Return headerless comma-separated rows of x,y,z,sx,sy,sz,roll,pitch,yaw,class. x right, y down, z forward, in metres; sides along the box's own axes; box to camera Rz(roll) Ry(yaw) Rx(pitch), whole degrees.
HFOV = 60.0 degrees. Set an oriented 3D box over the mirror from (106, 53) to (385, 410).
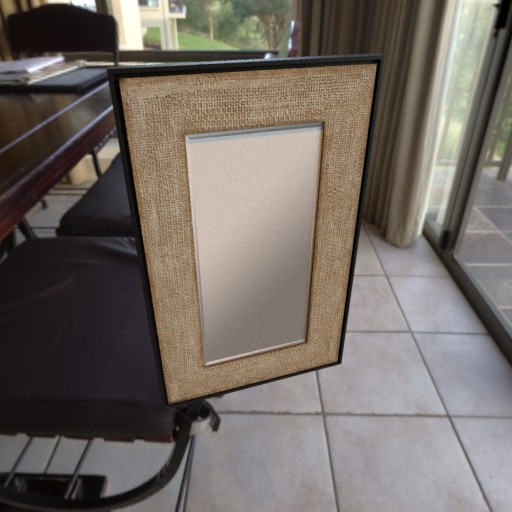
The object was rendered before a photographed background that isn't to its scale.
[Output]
0.000,0.000,1.495,0.762,1.219,0.038,-10,33,-16,mirror
